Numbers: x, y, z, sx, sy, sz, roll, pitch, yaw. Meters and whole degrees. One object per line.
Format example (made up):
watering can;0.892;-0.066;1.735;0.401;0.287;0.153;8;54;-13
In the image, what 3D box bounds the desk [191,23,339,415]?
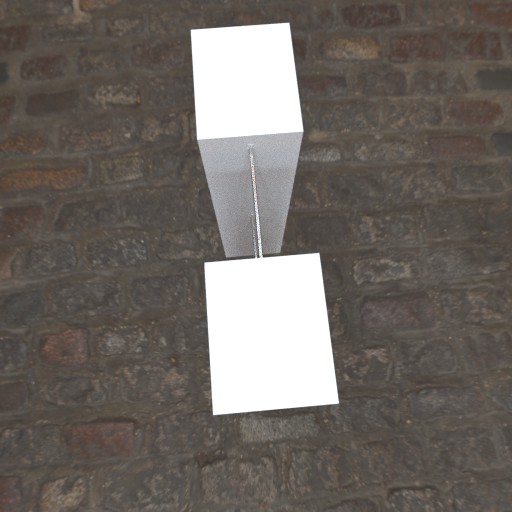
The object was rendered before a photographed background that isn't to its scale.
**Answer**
desk;0.000;0.000;2.884;0.480;2.000;1.770;-5;75;-1
